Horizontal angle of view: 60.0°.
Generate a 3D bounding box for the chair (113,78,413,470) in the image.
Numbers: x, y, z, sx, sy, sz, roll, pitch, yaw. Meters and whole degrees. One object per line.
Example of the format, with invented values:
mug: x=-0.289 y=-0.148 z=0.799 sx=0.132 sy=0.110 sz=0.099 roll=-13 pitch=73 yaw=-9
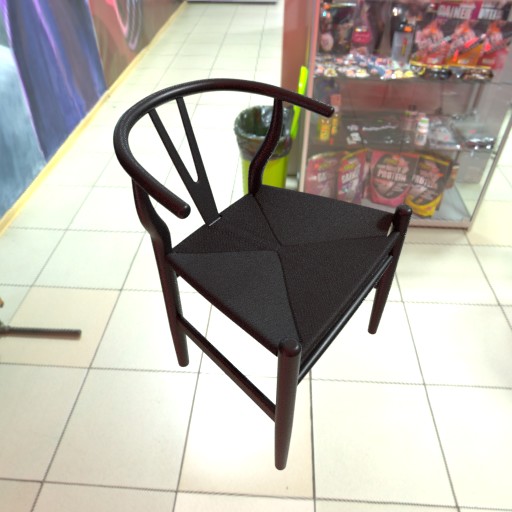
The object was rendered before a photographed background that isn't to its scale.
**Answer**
chair: x=0.000 y=0.000 z=1.142 sx=0.579 sy=0.730 sz=0.569 roll=26 pitch=47 yaw=27
